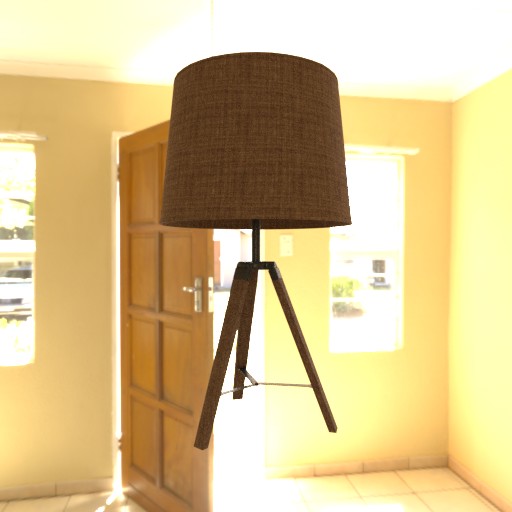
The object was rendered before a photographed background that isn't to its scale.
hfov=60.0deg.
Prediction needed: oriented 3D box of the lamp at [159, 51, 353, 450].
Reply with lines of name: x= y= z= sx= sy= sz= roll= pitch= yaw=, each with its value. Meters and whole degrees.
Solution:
lamp: x=0.000 y=0.000 z=0.681 sx=0.290 sy=0.514 sz=0.290 roll=0 pitch=1 yaw=0
